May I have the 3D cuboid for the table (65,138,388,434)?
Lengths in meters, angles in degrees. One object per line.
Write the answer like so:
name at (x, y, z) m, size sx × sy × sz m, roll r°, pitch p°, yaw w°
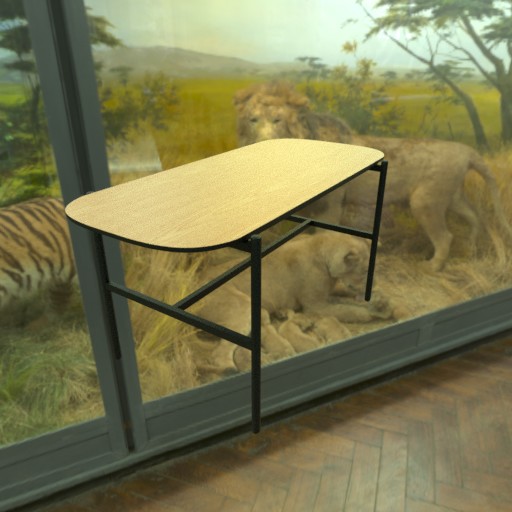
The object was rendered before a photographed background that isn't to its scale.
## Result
table at (0.000, 0.000, 1.055) m, size 0.400 × 0.400 × 0.800 m, roll 16°, pitch 30°, yaw 30°
